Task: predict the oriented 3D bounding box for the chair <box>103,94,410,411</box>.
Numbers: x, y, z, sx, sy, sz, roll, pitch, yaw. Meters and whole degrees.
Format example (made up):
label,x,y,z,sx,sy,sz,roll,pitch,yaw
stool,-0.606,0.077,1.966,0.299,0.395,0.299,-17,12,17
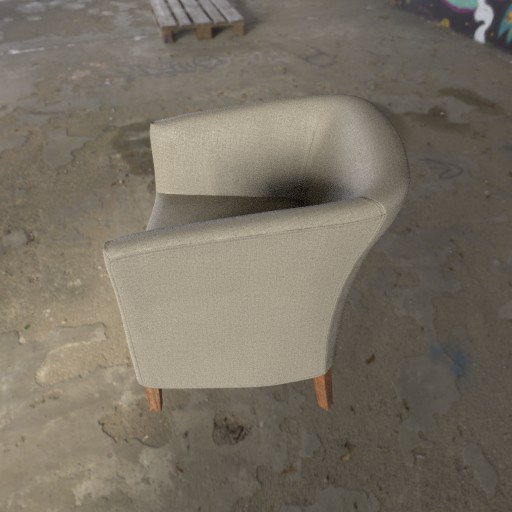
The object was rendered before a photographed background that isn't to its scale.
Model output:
label,x,y,z,sx,sy,sz,roll,pitch,yaw
chair,0.000,0.000,1.280,0.668,0.771,0.600,0,42,0
